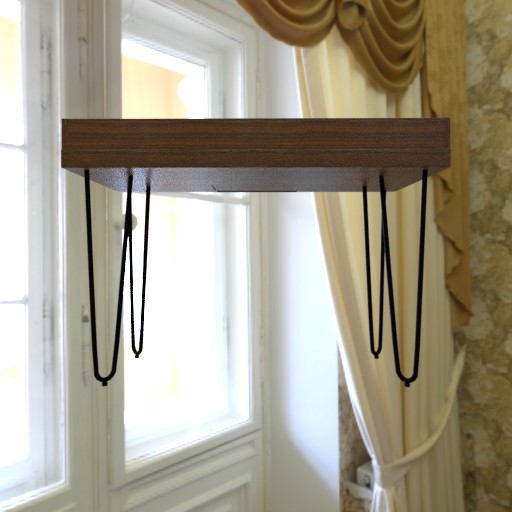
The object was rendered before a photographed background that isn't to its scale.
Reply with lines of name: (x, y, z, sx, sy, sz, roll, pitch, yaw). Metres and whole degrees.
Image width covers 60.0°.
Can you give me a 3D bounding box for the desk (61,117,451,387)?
desk: (0.000, 0.000, 1.648, 1.200, 0.854, 0.565, 0, 1, 0)
